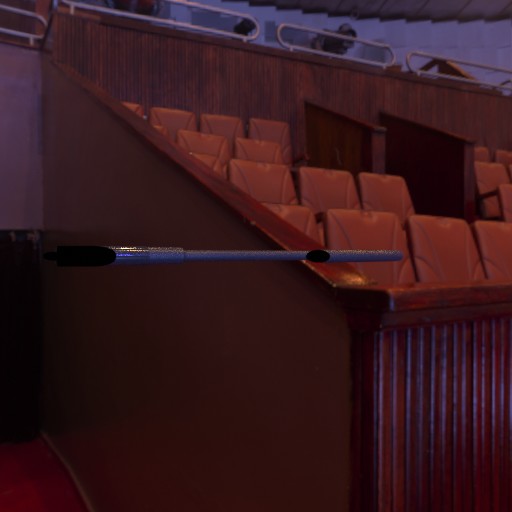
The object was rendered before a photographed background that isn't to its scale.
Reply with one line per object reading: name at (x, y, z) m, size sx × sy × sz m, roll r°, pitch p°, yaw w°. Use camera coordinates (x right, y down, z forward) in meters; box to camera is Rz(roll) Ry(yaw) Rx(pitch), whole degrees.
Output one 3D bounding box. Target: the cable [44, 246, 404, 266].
cable at (0.000, 0.000, 0.110) m, size 0.098 × 0.005 × 0.041 m, roll 0°, pitch 0°, yaw -35°
